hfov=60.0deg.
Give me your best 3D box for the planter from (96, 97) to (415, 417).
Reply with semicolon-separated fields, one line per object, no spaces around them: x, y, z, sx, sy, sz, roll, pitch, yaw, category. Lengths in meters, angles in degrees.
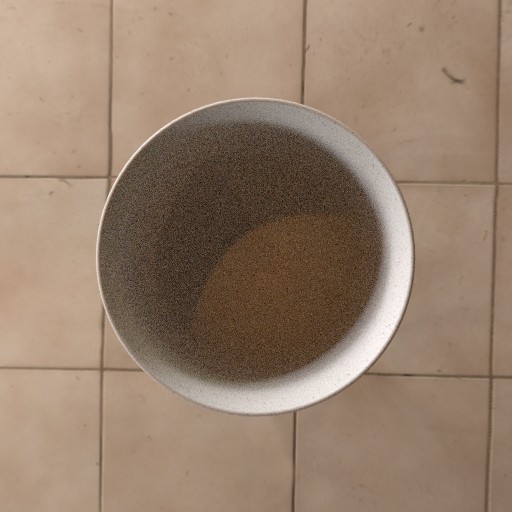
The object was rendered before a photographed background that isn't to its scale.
0.000;0.000;0.502;0.268;0.270;0.268;0;91;0;planter
